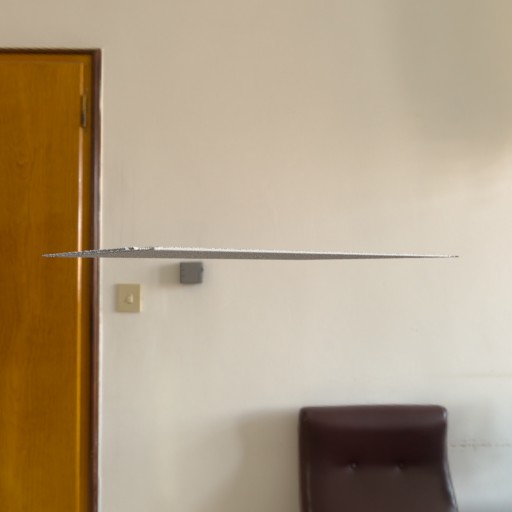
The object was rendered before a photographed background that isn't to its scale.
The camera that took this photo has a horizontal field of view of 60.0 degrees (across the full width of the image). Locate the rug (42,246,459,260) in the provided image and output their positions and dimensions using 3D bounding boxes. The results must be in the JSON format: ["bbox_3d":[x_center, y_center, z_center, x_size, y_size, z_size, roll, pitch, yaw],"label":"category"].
[{"bbox_3d":[0.000,0.000,2.360,1.872,0.013,1.243,1,-2,-37],"label":"rug"}]
